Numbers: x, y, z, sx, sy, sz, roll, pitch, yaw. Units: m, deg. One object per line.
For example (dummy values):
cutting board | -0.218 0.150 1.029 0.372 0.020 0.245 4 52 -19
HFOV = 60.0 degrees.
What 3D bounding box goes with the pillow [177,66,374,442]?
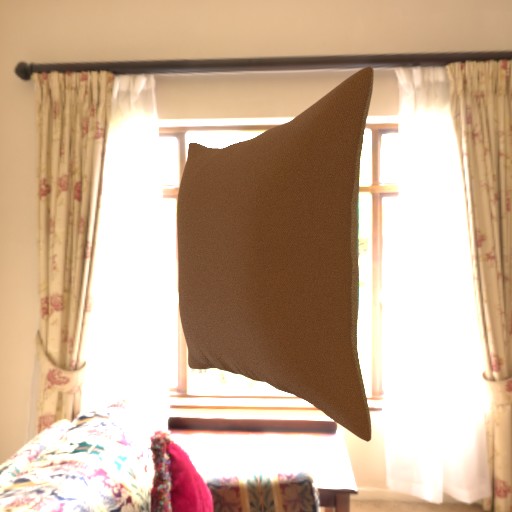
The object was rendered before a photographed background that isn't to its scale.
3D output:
pillow | 0.000 0.000 0.693 0.168 0.443 0.453 0 1 -36
